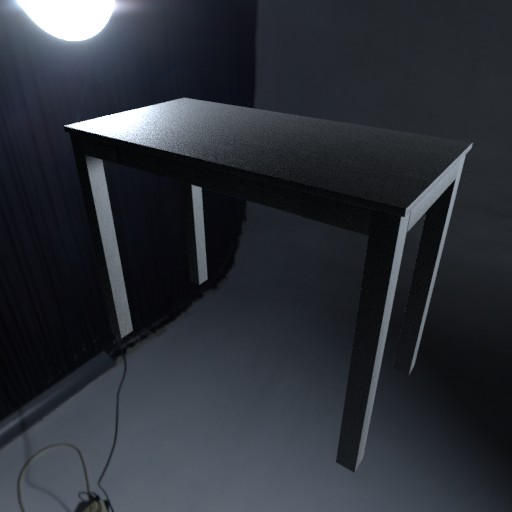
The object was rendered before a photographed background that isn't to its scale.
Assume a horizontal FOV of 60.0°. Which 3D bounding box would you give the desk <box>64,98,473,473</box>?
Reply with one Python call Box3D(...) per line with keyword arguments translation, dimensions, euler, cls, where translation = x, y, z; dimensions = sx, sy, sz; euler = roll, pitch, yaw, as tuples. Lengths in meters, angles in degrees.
Box3D(translation=(0.000, 0.000, 1.385), dimensions=(0.991, 0.762, 0.499), euler=(20, 36, 30), cls="desk")
